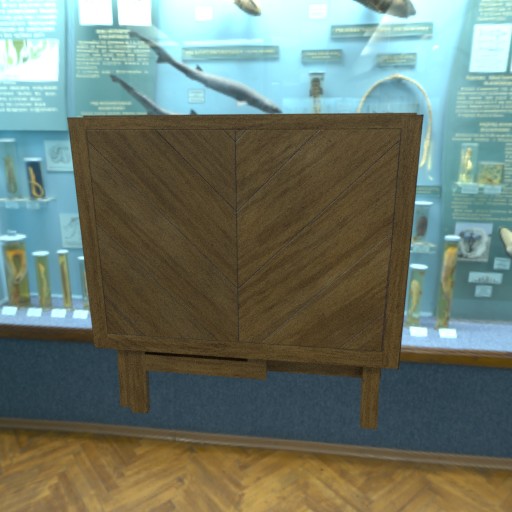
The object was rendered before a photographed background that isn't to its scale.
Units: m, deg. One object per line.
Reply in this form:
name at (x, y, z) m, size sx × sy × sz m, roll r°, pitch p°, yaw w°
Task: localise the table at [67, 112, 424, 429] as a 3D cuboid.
table at (0.000, 0.000, 1.290) m, size 0.746 × 0.763 × 0.591 m, roll 2°, pitch 15°, yaw 8°
